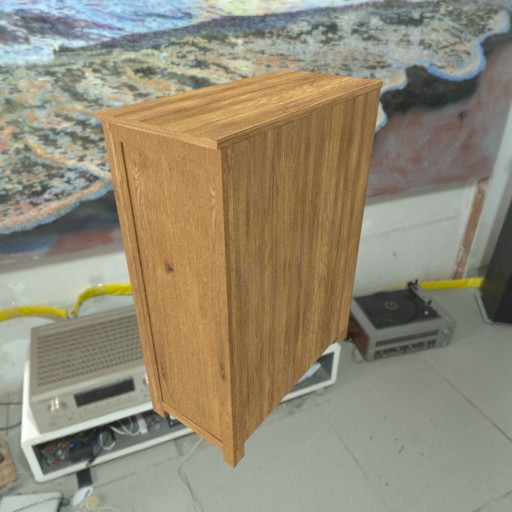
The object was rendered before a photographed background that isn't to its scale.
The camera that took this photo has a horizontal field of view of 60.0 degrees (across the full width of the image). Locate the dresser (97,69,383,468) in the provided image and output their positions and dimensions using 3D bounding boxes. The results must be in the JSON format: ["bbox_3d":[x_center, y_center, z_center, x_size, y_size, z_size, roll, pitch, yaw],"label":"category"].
[{"bbox_3d":[0.000,0.000,2.040,0.558,1.431,1.081,21,37,31],"label":"dresser"}]
